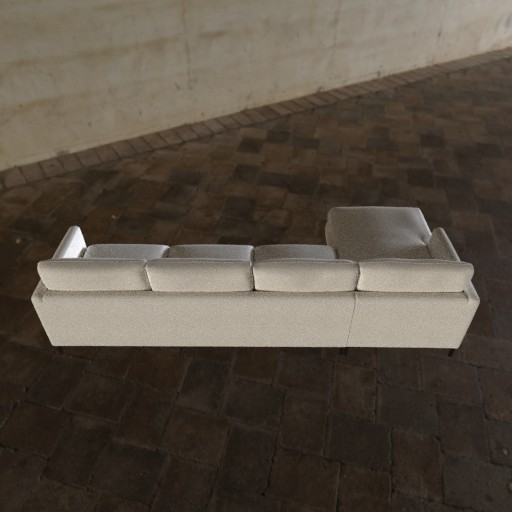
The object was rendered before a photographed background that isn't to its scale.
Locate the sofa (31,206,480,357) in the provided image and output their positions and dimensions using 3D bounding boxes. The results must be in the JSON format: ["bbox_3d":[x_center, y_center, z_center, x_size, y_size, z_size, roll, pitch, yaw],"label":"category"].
[{"bbox_3d":[0.000,0.000,3.754,3.186,0.875,1.467,0,40,0],"label":"sofa"}]
